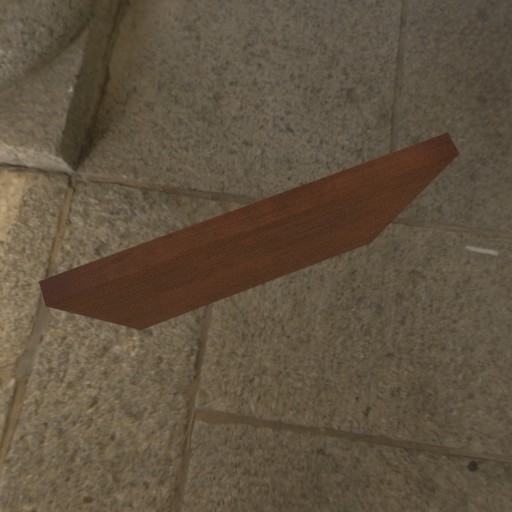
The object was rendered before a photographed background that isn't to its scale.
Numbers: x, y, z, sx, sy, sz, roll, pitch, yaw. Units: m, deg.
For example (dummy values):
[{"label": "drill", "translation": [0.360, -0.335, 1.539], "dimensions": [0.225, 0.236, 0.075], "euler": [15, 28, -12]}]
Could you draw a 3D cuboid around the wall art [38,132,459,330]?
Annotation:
[{"label": "wall art", "translation": [0.000, 0.000, 0.784], "dimensions": [0.558, 0.457, 0.033], "euler": [-21, 78, -5]}]
